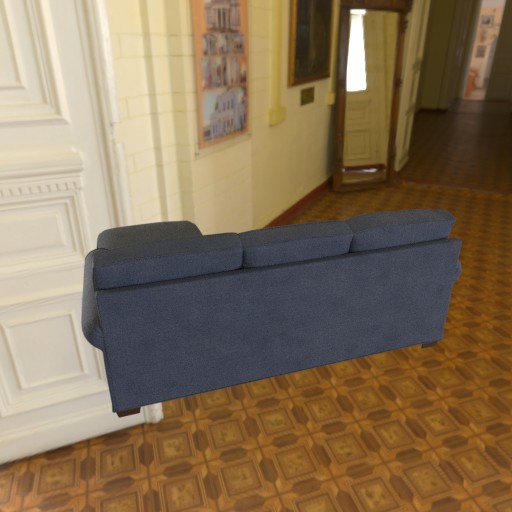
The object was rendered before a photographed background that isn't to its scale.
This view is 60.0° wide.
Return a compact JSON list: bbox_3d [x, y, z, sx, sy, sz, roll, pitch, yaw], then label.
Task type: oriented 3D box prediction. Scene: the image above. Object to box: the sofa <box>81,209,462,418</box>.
[{"bbox_3d":[0.000,0.000,3.538,2.567,1.063,1.780,-8,27,-16],"label":"sofa"}]
